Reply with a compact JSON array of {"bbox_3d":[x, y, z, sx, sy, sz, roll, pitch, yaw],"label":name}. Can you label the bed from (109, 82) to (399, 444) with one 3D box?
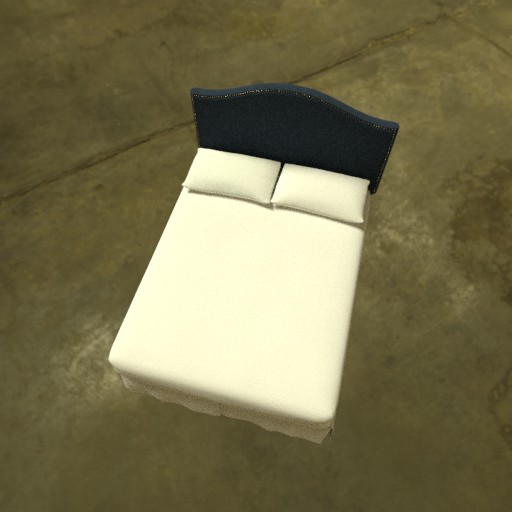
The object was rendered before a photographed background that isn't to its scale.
[{"bbox_3d":[0.000,0.000,3.372,1.713,1.518,2.153,13,59,8],"label":"bed"}]
